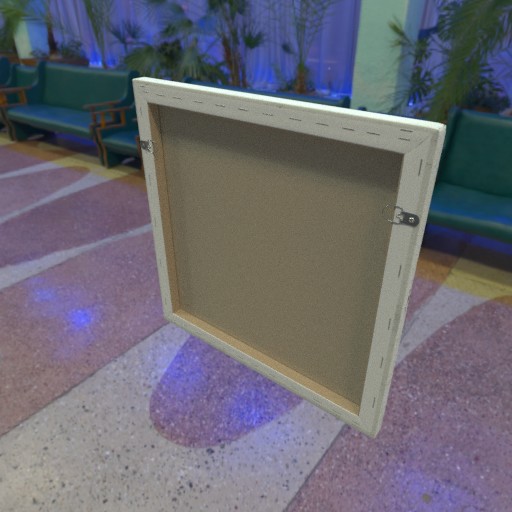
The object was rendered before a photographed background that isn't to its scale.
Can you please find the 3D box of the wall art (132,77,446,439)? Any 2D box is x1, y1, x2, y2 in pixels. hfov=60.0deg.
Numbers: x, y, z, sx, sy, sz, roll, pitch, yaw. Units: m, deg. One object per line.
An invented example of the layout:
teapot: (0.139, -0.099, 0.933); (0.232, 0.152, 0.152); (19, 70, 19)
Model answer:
wall art: (0.000, 0.000, 1.105); (0.762, 0.762, 0.038); (22, 37, 32)
